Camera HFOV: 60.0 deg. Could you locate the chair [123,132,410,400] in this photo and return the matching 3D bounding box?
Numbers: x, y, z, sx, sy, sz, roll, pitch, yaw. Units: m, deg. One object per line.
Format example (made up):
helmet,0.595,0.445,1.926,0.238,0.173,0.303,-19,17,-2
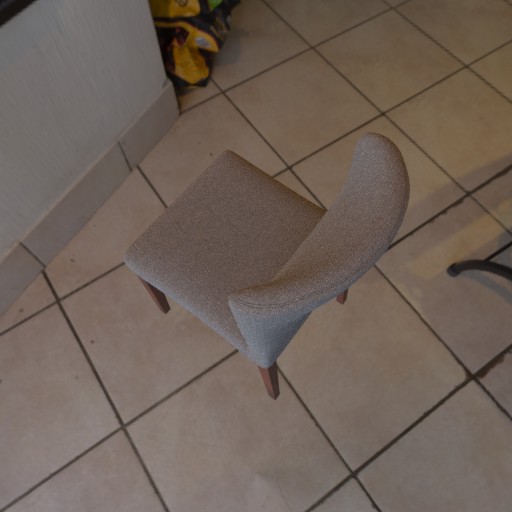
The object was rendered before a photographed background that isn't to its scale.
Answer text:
chair,0.000,0.000,1.222,0.589,0.839,0.491,34,69,15
